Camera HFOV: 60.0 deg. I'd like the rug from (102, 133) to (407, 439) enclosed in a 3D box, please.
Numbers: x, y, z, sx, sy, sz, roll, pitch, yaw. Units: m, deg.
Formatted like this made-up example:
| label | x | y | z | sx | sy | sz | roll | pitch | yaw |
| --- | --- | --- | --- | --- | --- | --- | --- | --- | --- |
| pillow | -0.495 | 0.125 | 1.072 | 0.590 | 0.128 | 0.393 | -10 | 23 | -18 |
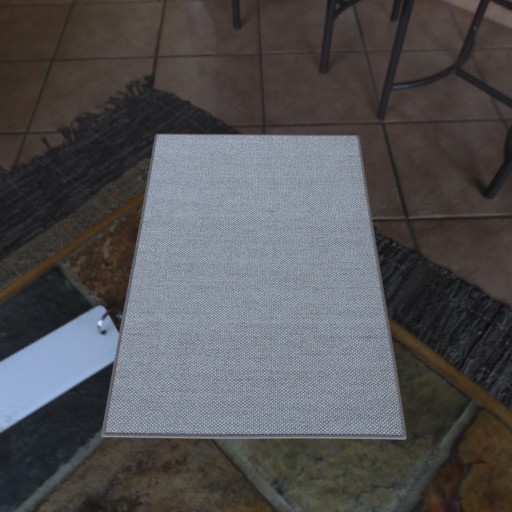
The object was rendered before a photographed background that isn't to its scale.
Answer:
| label | x | y | z | sx | sy | sz | roll | pitch | yaw |
| --- | --- | --- | --- | --- | --- | --- | --- | --- | --- |
| rug | 0.000 | 0.000 | 2.739 | 1.517 | 0.013 | 2.115 | 0 | 59 | 0 |
